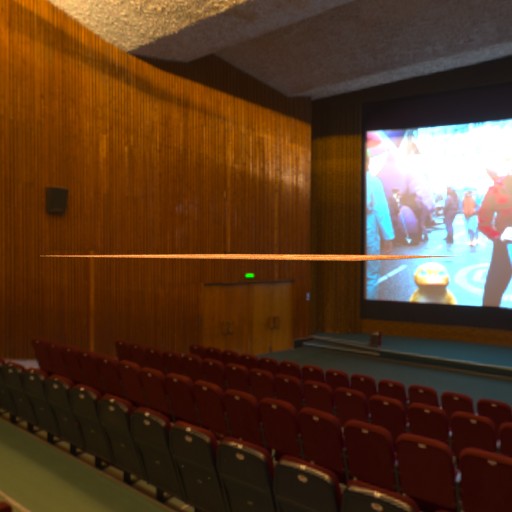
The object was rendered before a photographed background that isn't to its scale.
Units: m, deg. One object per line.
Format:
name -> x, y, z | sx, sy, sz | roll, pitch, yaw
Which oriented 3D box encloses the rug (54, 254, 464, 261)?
rug -> 0.000, 0.000, 4.080 | 3.067, 0.005, 2.460 | 1, 1, 37
